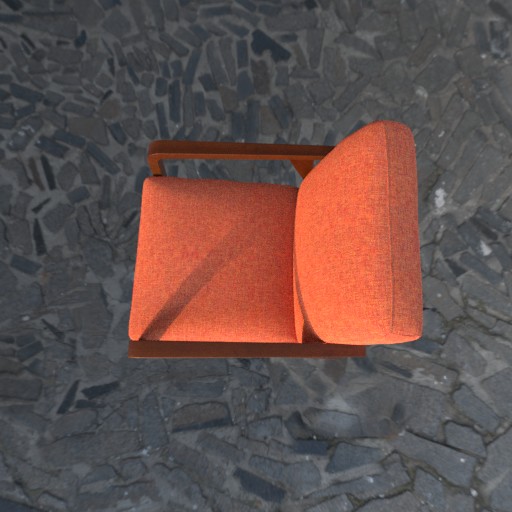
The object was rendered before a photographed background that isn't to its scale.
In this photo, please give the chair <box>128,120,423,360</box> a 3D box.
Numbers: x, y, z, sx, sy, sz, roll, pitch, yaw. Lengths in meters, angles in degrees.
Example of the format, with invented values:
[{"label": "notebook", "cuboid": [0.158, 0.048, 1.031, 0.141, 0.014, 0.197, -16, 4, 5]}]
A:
[{"label": "chair", "cuboid": [0.000, 0.000, 1.541, 0.860, 0.890, 0.719, 2, 76, 0]}]
